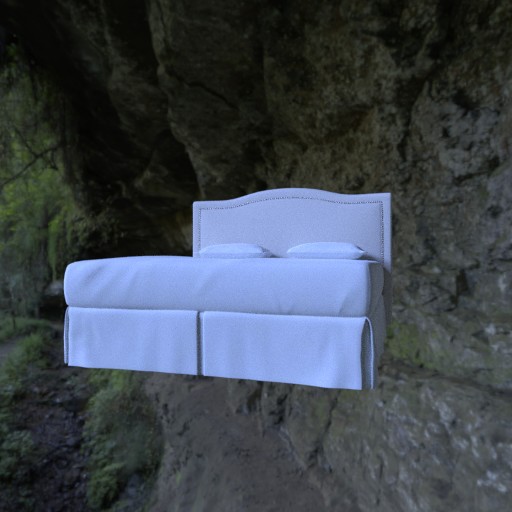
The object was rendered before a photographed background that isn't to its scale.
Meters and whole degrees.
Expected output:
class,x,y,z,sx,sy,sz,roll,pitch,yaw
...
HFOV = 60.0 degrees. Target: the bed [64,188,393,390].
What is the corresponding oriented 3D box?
class,x,y,z,sx,sy,sz,roll,pitch,yaw
bed,0.000,0.000,3.554,2.083,1.421,2.182,0,-1,17
